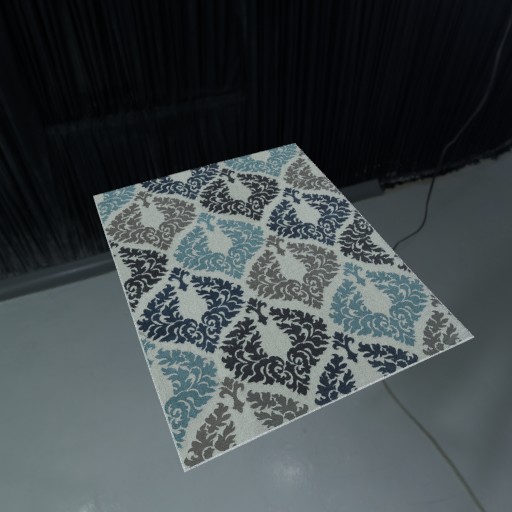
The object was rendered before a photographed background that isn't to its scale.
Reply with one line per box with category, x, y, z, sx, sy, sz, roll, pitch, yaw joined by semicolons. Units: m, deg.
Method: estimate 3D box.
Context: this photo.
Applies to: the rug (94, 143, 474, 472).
rug;0.000;0.000;4.110;2.423;0.014;3.040;-19;50;-17
